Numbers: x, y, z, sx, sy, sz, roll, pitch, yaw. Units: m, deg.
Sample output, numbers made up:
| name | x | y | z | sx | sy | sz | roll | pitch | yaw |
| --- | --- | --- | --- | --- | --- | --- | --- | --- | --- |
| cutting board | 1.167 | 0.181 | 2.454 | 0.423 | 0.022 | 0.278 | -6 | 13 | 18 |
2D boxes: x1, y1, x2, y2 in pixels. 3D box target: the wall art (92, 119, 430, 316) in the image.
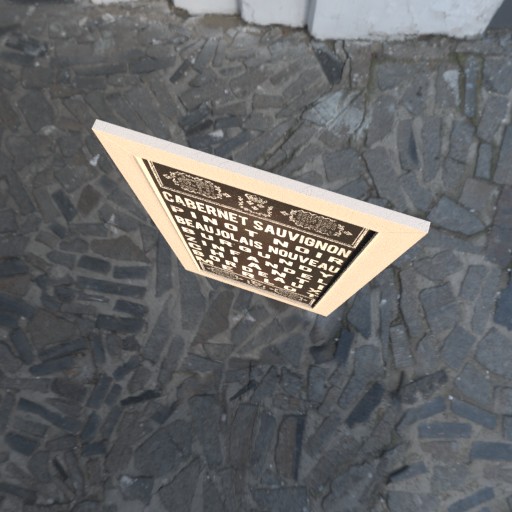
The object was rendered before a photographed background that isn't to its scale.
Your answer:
| name | x | y | z | sx | sy | sz | roll | pitch | yaw |
| --- | --- | --- | --- | --- | --- | --- | --- | --- | --- |
| wall art | 0.000 | 0.000 | 0.806 | 0.380 | 0.683 | 0.013 | 18 | 76 | 5 |
